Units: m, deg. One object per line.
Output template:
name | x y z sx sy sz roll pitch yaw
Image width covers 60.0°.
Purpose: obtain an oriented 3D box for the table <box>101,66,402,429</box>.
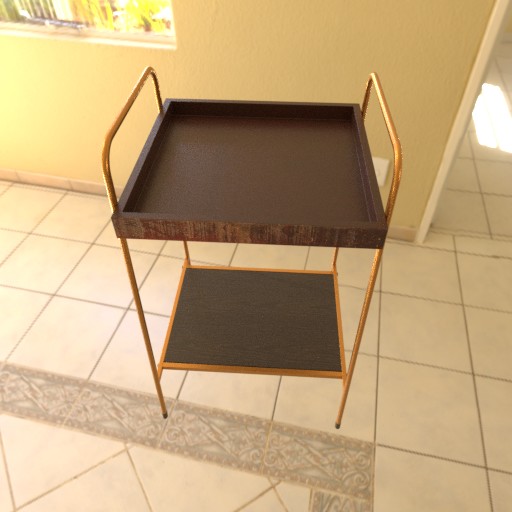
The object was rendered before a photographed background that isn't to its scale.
table | 0.000 0.000 0.969 0.430 0.710 0.430 2 45 2
